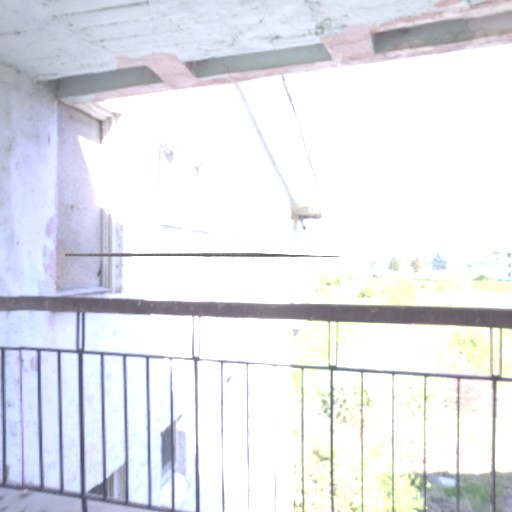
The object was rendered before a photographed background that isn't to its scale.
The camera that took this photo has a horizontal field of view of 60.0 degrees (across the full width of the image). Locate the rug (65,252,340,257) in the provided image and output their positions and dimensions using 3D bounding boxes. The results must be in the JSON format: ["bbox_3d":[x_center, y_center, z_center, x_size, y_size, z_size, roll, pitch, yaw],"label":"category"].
[{"bbox_3d":[0.000,0.000,2.708,0.769,0.012,2.448,0,0,17],"label":"rug"}]
